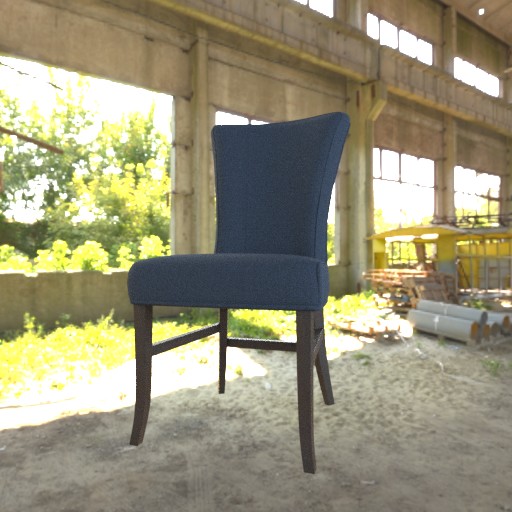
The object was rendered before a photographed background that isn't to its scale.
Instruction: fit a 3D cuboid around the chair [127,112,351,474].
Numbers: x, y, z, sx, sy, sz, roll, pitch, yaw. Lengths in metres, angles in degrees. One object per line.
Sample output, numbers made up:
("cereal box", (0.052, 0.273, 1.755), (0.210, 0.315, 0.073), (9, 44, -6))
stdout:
("chair", (0.000, 0.000, 1.374), (0.520, 0.991, 0.660), (0, 0, 19))
